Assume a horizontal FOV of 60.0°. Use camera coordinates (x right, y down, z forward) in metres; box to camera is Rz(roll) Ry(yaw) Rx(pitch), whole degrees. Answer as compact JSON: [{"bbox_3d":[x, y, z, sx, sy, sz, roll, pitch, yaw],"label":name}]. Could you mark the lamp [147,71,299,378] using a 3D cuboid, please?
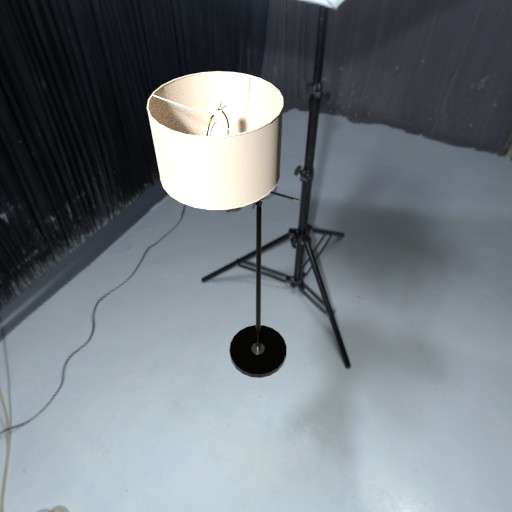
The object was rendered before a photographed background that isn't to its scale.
[{"bbox_3d":[0.000,0.000,1.933,0.373,1.635,0.809,23,50,21],"label":"lamp"}]
